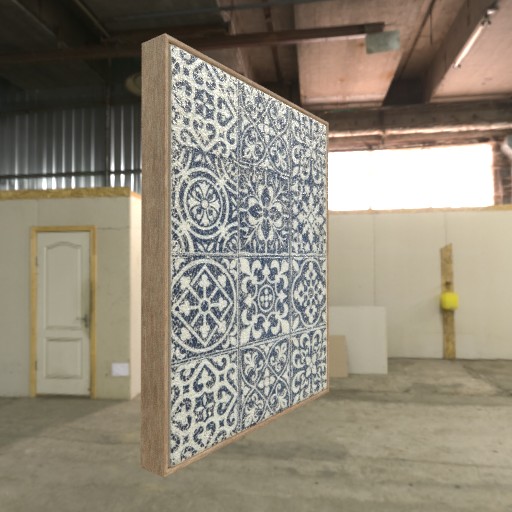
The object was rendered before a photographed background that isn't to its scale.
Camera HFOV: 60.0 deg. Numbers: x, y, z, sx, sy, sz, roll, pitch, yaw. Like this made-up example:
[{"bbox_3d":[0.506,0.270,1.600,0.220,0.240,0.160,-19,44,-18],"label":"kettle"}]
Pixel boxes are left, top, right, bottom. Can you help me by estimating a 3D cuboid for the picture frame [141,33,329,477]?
[{"bbox_3d":[0.000,0.000,0.709,0.043,0.526,0.424,0,-1,36],"label":"picture frame"}]
